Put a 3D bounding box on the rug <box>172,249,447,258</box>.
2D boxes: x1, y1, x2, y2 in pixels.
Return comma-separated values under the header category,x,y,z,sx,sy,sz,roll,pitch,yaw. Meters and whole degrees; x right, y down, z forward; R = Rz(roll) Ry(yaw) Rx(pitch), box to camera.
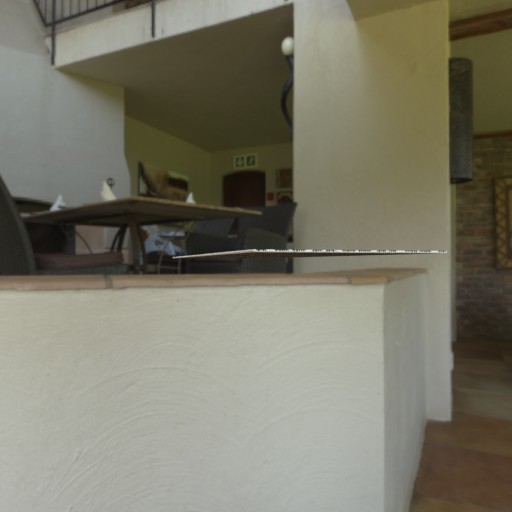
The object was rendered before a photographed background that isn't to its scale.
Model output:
category,x,y,z,sx,sy,sz,roll,pitch,yaw
rug,0.000,0.000,2.695,0.750,0.009,2.435,0,-1,-17
